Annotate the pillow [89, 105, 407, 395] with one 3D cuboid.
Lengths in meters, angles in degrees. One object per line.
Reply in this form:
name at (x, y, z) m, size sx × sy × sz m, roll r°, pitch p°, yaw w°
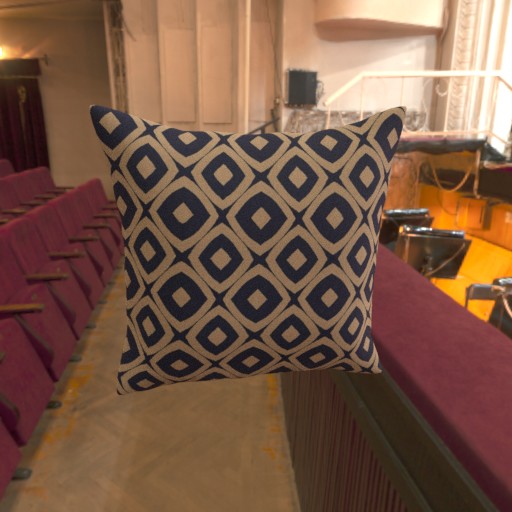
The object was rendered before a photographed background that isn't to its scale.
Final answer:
pillow at (0.000, 0.000, 0.764) m, size 0.504 × 0.494 × 0.188 m, roll -2°, pitch 16°, yaw -8°
